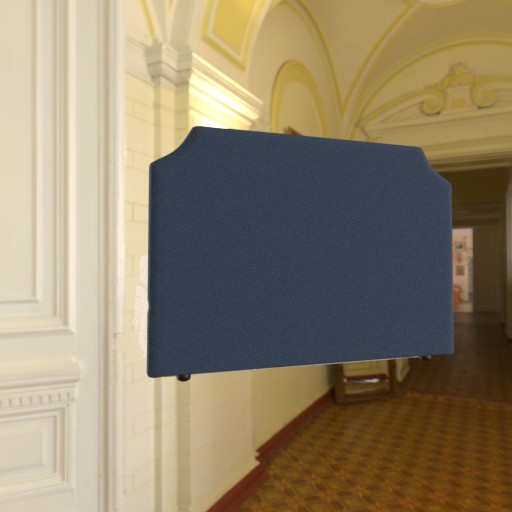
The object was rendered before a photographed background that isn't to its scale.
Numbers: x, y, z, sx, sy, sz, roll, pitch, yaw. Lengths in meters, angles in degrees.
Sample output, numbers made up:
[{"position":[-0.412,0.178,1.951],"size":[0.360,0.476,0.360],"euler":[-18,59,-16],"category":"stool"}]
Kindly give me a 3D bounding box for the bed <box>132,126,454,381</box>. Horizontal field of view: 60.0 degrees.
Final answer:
[{"position":[0.000,0.000,3.491],"size":[1.831,1.297,2.260],"euler":[0,-1,-18],"category":"bed"}]
